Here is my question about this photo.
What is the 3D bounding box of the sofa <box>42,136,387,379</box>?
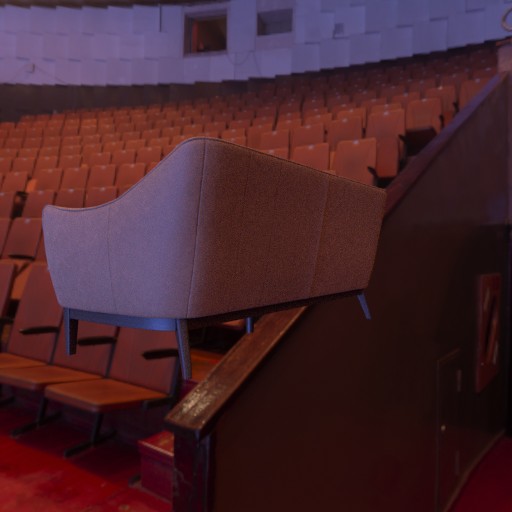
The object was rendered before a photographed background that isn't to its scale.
[{"bbox_3d":[0.000,0.000,2.376,0.869,0.830,1.928,1,1,36],"label":"sofa"}]
